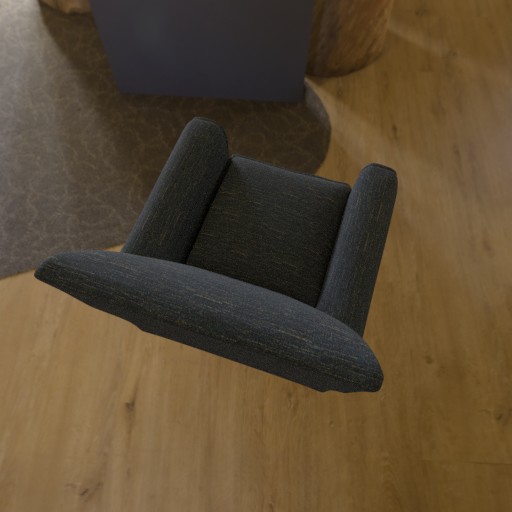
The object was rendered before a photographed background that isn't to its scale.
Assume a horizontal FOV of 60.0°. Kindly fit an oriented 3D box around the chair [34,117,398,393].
[{"bbox_3d":[0.000,0.000,1.599,0.864,0.928,0.873,17,65,8],"label":"chair"}]
